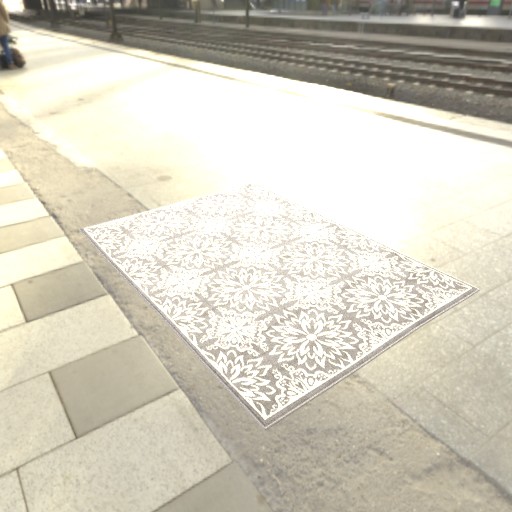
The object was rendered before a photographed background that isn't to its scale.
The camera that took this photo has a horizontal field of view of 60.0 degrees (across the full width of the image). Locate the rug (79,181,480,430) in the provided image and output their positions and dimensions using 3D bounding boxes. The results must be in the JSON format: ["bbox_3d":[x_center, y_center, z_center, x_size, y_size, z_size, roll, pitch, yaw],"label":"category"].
[{"bbox_3d":[0.000,0.000,2.928,1.608,0.014,2.213,-21,36,-32],"label":"rug"}]
